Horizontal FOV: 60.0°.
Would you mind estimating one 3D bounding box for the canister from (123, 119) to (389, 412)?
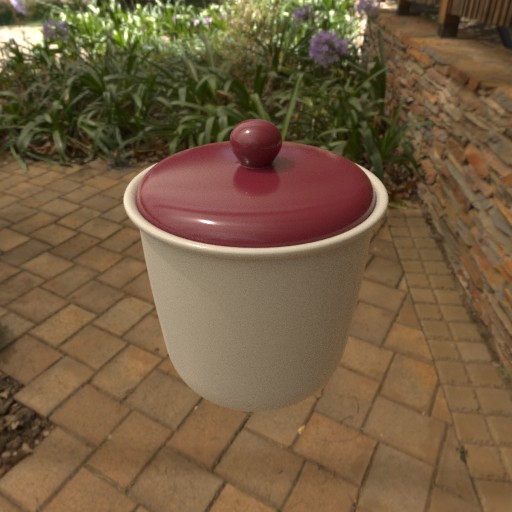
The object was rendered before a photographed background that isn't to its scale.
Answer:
[{"bbox_3d":[0.000,0.000,0.344,0.182,0.208,0.182,0,32,0],"label":"canister"}]
